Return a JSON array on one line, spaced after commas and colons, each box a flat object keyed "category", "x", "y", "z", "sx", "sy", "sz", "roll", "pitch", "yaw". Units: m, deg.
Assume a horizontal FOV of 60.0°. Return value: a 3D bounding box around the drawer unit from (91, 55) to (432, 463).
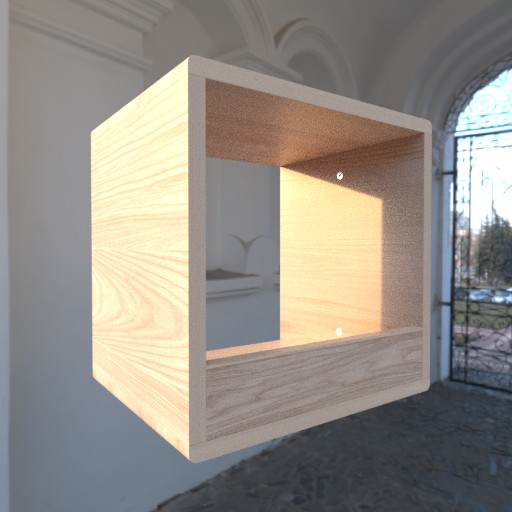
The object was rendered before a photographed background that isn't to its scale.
[{"category": "drawer unit", "x": 0.000, "y": 0.000, "z": 0.587, "sx": 0.344, "sy": 0.344, "sz": 0.290, "roll": -1, "pitch": 1, "yaw": -35}]
